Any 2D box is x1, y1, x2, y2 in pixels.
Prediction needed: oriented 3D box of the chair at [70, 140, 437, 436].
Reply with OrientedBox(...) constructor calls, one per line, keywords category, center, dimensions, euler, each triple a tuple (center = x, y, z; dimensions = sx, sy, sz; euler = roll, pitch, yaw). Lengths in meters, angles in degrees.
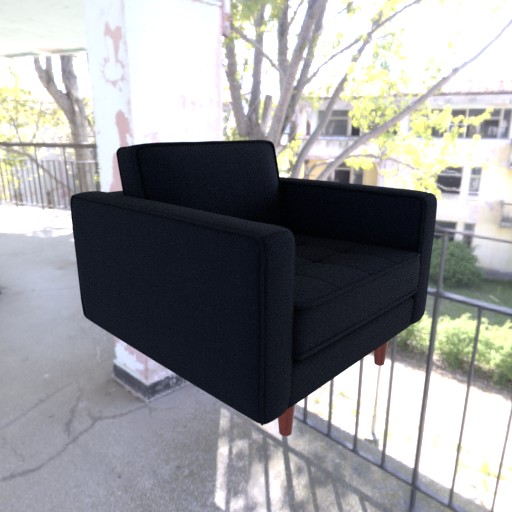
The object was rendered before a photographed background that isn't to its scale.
OrientedBox(category="chair", center=(0.000, 0.000, 1.547), dimensions=(0.920, 0.770, 0.899), euler=(15, 22, 42))
